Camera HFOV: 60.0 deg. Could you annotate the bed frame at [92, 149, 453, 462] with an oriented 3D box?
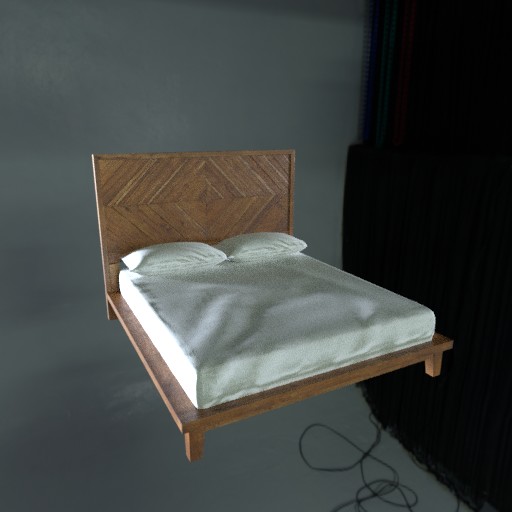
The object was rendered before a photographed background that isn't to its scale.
[{"bbox_3d":[0.000,0.000,3.552,2.038,1.537,2.235,-8,18,-27],"label":"bed frame"}]
